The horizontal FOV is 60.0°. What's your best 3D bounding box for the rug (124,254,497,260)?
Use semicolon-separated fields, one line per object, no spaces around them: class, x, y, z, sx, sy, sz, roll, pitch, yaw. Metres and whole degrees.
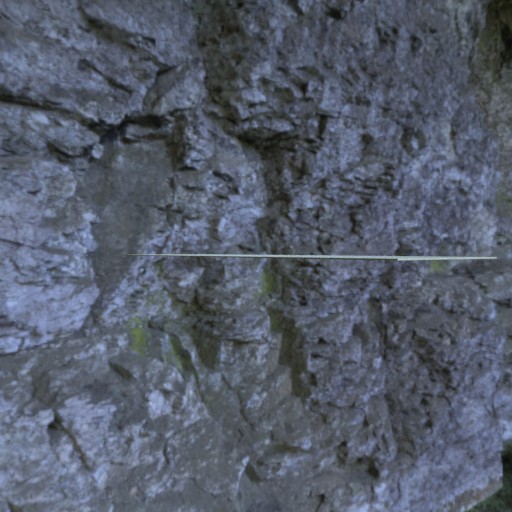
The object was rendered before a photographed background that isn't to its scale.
rug;0.000;0.000;2.621;0.686;0.006;2.437;0;1;-37
